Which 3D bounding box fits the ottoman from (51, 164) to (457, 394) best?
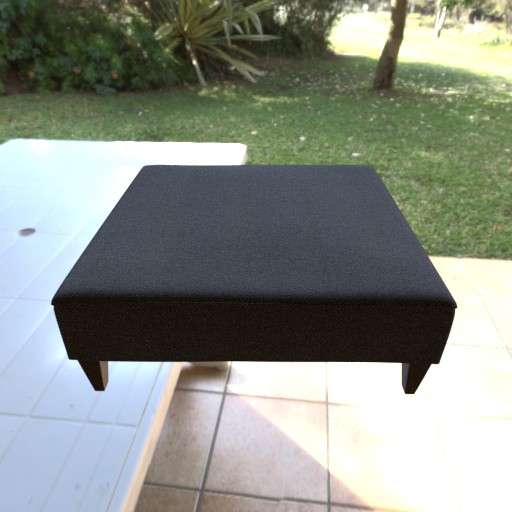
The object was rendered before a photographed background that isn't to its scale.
[{"bbox_3d":[0.000,0.000,1.533,0.981,0.378,0.970,0,31,1],"label":"ottoman"}]
